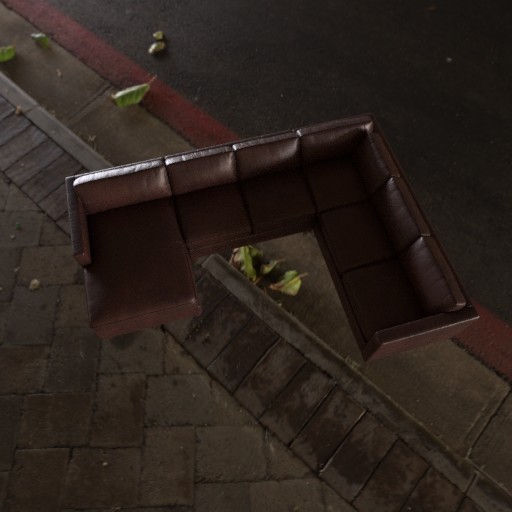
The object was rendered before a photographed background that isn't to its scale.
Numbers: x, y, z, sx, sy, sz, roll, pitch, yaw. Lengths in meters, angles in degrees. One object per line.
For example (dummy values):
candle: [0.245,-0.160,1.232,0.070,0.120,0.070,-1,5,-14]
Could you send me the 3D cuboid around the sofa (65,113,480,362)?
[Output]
sofa: [0.000,0.000,4.385,3.324,0.891,2.452,-14,64,-7]
